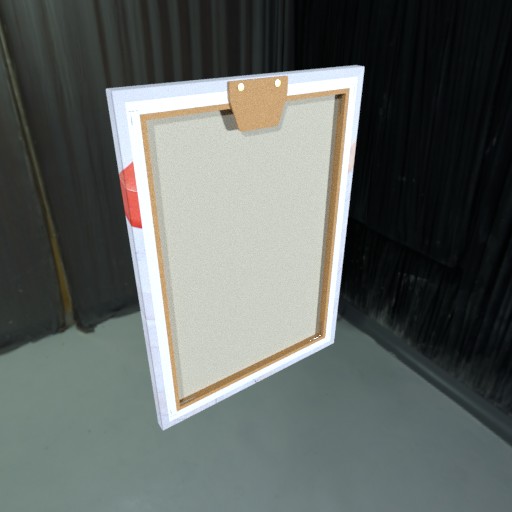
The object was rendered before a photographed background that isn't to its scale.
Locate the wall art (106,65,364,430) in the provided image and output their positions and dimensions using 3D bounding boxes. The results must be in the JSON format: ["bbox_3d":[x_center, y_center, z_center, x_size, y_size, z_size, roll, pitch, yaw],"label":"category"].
[{"bbox_3d":[0.000,0.000,1.117,0.613,0.848,0.036,-19,34,-30],"label":"wall art"}]
